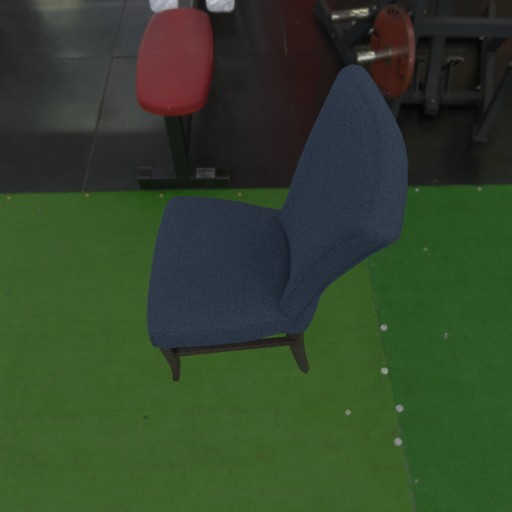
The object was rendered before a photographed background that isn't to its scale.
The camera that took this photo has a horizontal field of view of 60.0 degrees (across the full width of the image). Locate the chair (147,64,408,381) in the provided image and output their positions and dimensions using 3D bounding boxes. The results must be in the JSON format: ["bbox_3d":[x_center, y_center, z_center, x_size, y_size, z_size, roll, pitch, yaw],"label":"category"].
[{"bbox_3d":[0.000,0.000,1.363,0.660,0.991,0.520,1,58,0],"label":"chair"}]
